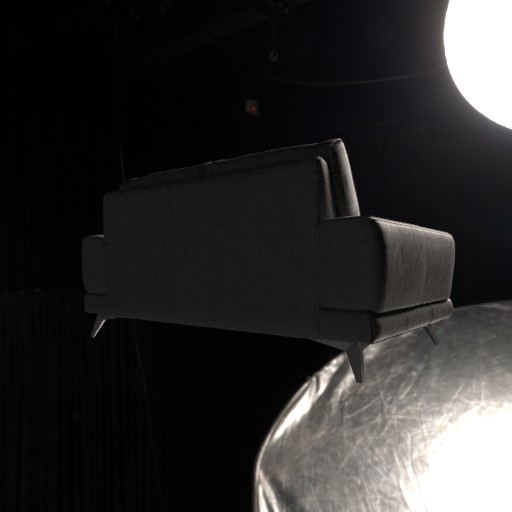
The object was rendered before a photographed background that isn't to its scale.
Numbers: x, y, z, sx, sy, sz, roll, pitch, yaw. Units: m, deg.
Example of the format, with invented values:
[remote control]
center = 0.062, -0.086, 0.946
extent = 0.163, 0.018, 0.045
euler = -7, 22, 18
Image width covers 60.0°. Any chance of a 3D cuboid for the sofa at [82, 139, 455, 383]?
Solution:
[sofa]
center = 0.000, 0.000, 2.381
extent = 1.806, 0.907, 1.018
euler = -1, -2, 38
